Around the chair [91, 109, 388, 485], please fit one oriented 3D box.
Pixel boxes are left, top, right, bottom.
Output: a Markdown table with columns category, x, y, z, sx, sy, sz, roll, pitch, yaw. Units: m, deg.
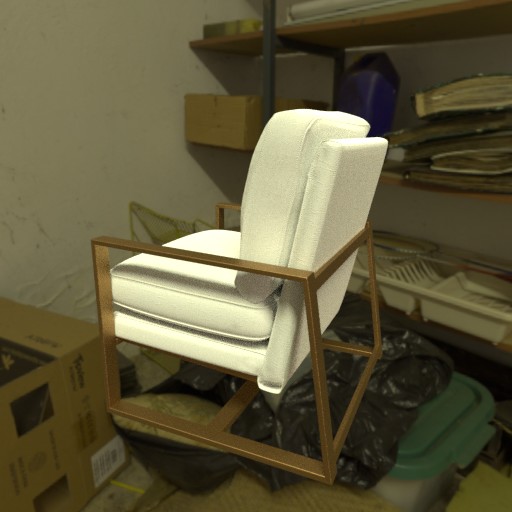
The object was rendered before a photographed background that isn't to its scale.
| category | x | y | z | sx | sy | sz | roll | pitch | yaw |
| --- | --- | --- | --- | --- | --- | --- | --- | --- | --- |
| chair | 0.000 | 0.000 | 1.558 | 0.813 | 0.966 | 0.805 | 7 | 17 | 24 |
